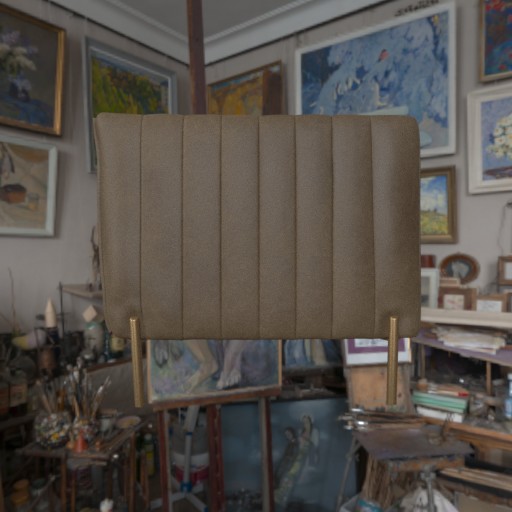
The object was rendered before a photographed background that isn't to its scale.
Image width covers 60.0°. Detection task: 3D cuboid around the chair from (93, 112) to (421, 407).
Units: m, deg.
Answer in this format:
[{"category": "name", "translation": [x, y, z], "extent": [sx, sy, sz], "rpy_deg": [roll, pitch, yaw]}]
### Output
[{"category": "chair", "translation": [0.000, 0.000, 1.612], "extent": [0.876, 0.779, 0.981], "rpy_deg": [0, 0, -1]}]
